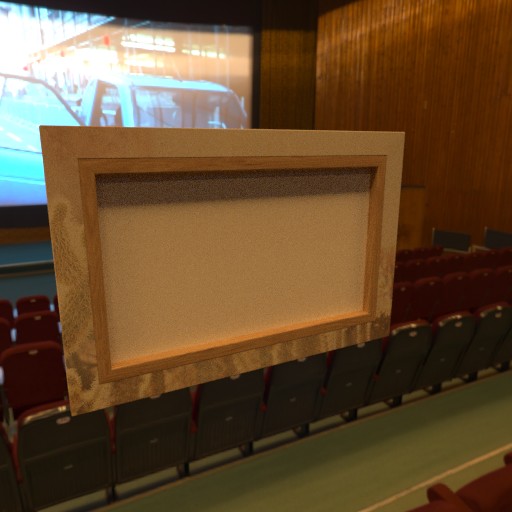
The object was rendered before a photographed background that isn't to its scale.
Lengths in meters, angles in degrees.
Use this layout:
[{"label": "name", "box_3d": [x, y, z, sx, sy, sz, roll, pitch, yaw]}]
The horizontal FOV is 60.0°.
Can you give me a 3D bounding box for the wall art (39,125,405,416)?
[{"label": "wall art", "box_3d": [0.000, 0.000, 1.381, 1.142, 0.758, 0.041, -7, 16, -27]}]
